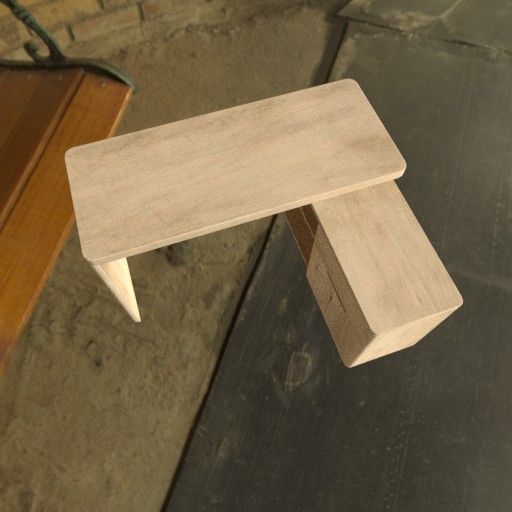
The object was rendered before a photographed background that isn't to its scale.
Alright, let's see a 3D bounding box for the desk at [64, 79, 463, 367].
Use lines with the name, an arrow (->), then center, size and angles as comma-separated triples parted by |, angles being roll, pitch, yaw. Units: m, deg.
desk -> 0.000, 0.000, 2.148 | 1.400, 0.770, 1.175 | -17, 65, -8
